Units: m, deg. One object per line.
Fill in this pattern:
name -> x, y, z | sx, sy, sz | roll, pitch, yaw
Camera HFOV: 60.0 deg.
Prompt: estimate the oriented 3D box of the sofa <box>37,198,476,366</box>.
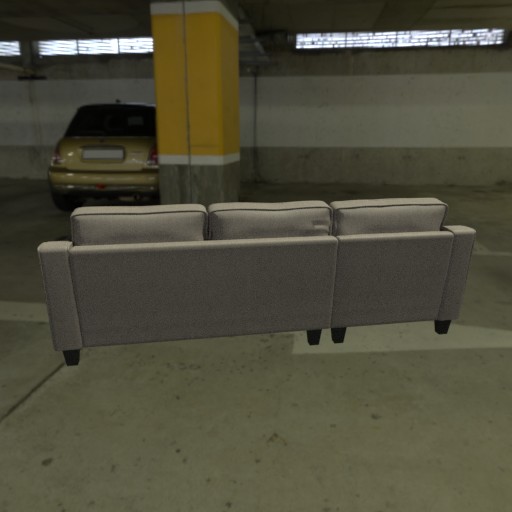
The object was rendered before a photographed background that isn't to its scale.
sofa -> 0.000, 0.000, 3.212 | 2.561, 0.928, 1.294 | -3, 16, -10
